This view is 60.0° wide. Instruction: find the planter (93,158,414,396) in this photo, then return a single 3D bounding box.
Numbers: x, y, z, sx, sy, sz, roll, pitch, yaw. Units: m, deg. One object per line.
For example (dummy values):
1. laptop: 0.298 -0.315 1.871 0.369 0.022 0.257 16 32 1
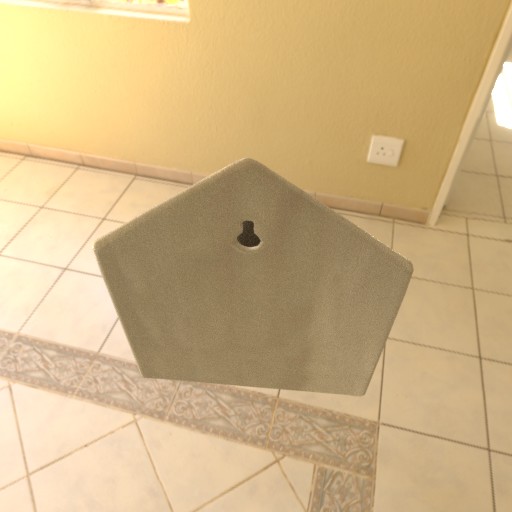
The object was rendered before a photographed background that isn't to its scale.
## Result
1. planter: 0.000 0.000 0.274 0.163 0.194 0.080 4 47 4
